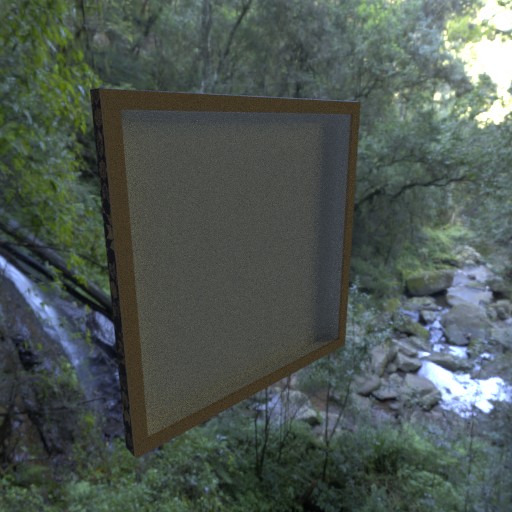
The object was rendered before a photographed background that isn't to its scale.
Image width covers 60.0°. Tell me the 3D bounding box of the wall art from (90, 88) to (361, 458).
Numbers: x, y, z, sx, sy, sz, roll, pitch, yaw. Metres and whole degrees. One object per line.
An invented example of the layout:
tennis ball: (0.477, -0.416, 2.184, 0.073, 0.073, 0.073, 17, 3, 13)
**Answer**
wall art: (0.000, 0.000, 0.903, 0.612, 0.612, 0.038, -15, 22, -41)
